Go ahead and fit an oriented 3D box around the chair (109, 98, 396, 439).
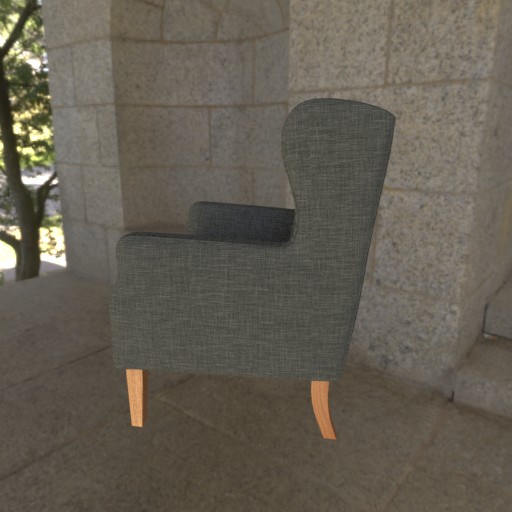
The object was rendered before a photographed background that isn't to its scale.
[{"bbox_3d":[0.000,0.000,1.496,0.775,0.953,0.711,3,15,9],"label":"chair"}]
